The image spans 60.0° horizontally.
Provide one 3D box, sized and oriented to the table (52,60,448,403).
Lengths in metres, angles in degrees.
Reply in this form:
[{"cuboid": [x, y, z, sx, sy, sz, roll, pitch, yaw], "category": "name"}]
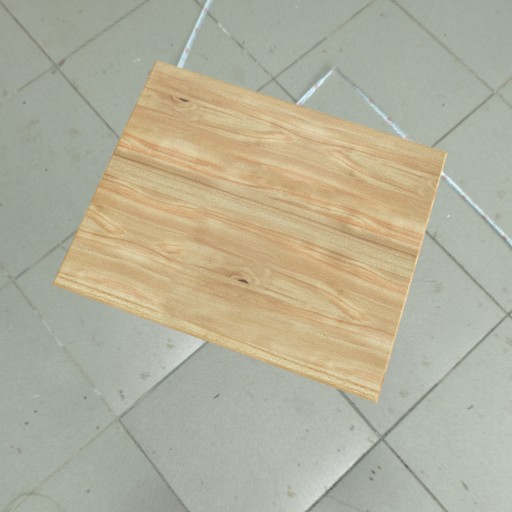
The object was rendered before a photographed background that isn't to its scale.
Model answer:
[{"cuboid": [0.000, 0.000, 0.887, 0.530, 0.515, 0.380, 19, 78, 4], "category": "table"}]
